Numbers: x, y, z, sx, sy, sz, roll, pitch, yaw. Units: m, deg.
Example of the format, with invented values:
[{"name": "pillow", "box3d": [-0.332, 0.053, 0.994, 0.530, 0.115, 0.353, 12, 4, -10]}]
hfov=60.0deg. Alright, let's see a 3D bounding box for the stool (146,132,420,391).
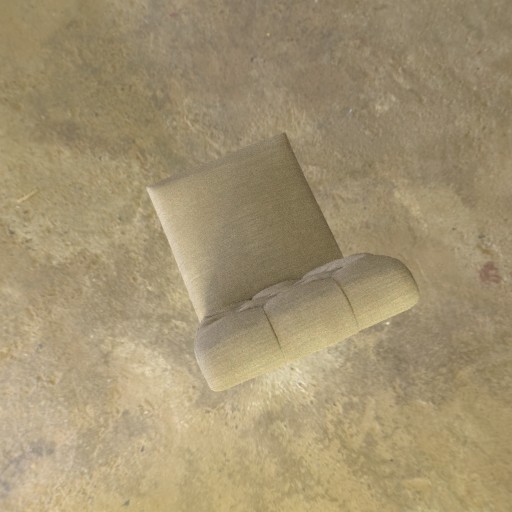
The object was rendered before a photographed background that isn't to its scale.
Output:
[{"name": "stool", "box3d": [0.000, 0.000, 1.440, 0.486, 1.084, 0.660, -23, 78, -5]}]
